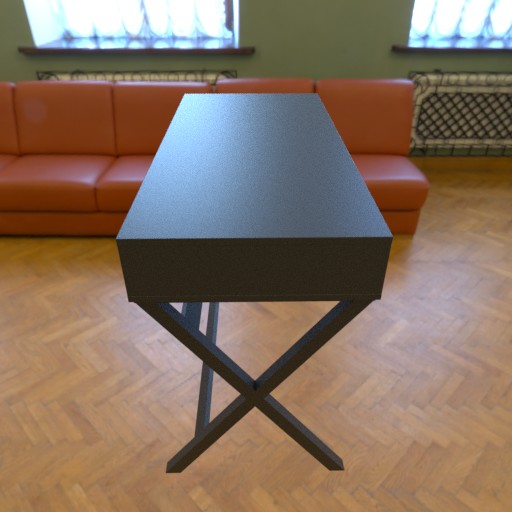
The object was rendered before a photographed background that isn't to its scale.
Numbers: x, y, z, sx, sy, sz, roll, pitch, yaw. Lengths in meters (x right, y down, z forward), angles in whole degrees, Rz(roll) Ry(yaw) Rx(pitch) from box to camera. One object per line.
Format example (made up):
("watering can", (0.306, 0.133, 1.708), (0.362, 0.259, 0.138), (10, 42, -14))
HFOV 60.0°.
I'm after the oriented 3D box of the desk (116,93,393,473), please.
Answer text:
("desk", (0.000, 0.000, 1.460), (0.525, 0.780, 1.057), (0, 34, -1))
